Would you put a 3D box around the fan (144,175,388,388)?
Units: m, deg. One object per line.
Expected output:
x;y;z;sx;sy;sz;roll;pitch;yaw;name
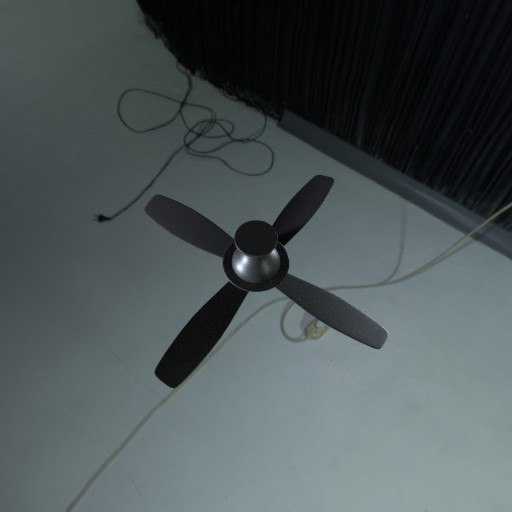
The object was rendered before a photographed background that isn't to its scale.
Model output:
0.000;0.000;2.555;1.694;0.382;1.694;30;63;17;fan
